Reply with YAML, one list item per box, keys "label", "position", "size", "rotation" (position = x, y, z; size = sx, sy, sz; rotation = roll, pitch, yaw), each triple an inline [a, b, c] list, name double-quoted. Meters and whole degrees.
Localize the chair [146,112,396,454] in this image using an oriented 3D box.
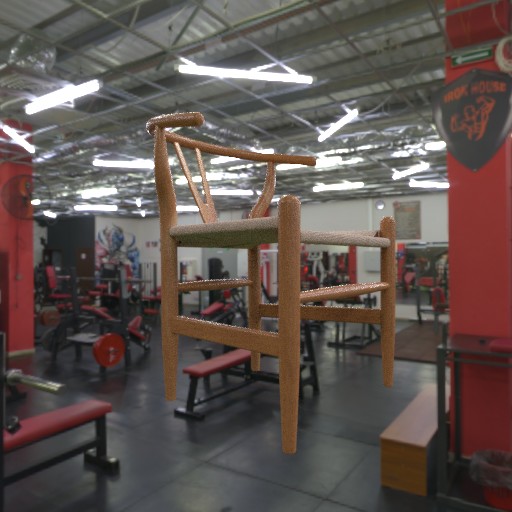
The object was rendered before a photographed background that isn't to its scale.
- label: "chair"
  position: [0.000, 0.000, 1.196]
  size: [0.579, 0.730, 0.569]
  rotation: [0, 0, 36]
